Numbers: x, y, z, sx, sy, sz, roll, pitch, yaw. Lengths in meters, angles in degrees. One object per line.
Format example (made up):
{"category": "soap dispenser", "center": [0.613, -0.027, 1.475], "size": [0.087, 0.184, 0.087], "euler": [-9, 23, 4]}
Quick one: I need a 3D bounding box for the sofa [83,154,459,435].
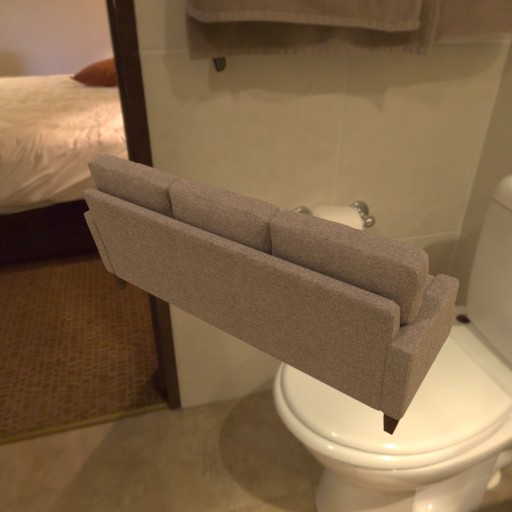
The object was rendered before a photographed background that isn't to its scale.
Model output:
{"category": "sofa", "center": [0.000, 0.000, 2.583], "size": [2.115, 0.984, 0.888], "euler": [21, 36, 31]}
